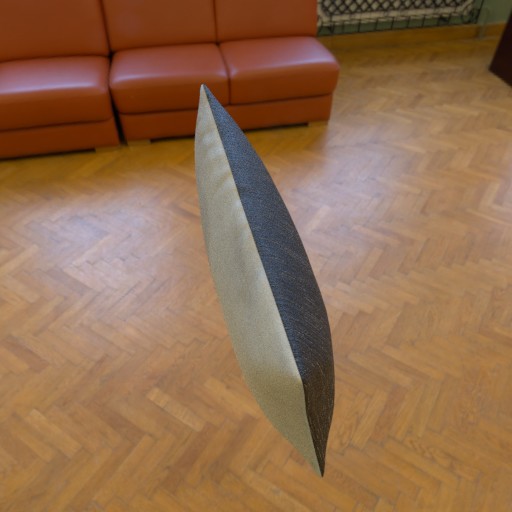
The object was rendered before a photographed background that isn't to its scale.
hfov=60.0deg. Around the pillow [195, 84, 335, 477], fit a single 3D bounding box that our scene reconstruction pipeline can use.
[{"bbox_3d":[0.000,0.000,0.715,0.156,0.305,0.608,-10,47,-9],"label":"pillow"}]
